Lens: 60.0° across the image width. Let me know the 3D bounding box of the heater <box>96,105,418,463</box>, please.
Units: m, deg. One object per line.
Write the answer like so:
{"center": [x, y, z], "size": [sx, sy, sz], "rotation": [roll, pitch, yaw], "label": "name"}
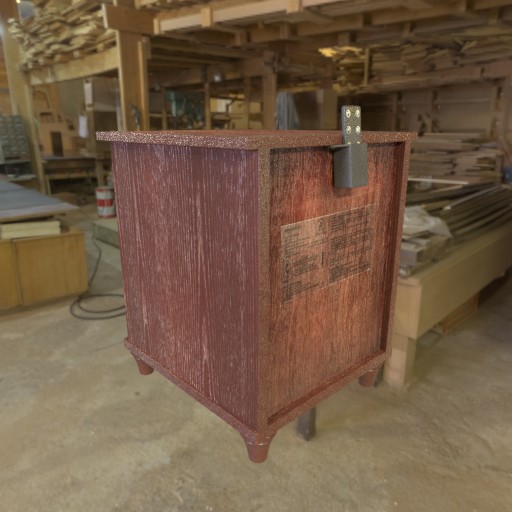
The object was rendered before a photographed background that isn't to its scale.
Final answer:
{"center": [0.000, 0.000, 0.763], "size": [0.362, 0.481, 0.400], "rotation": [-15, 22, -41], "label": "heater"}
